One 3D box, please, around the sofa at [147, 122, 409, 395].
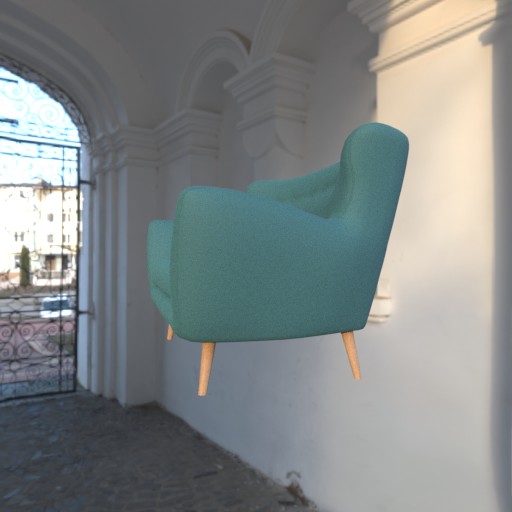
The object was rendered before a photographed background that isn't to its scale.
[{"bbox_3d":[0.000,0.000,1.994,0.889,0.889,1.397,0,0,-17],"label":"sofa"}]
